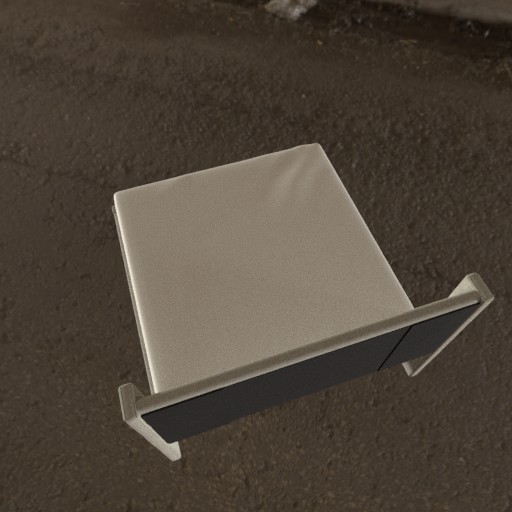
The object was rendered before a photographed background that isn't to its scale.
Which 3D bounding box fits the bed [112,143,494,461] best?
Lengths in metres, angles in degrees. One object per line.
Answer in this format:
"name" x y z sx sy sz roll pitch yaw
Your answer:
"bed" 0.000 0.000 3.548 2.140 1.470 2.280 -16 60 -10
